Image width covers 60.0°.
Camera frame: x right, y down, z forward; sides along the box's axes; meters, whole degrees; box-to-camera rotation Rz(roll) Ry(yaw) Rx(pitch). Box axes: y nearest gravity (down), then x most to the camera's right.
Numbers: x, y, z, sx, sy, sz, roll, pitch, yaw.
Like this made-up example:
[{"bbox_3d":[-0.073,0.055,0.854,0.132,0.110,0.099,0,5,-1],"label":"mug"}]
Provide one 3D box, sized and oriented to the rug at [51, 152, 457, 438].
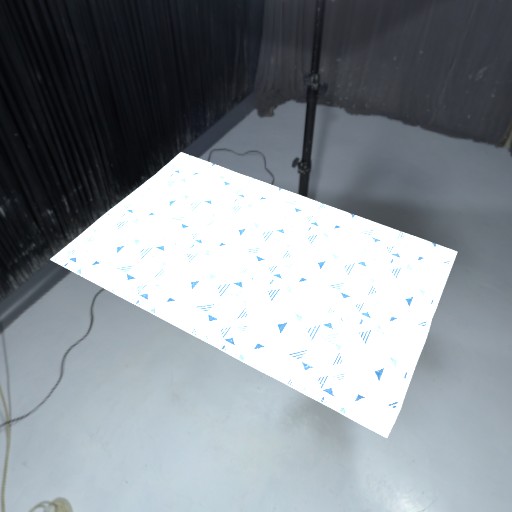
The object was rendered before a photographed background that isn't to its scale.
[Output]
[{"bbox_3d":[0.000,0.000,3.123,2.457,0.009,1.512,23,51,20],"label":"rug"}]
